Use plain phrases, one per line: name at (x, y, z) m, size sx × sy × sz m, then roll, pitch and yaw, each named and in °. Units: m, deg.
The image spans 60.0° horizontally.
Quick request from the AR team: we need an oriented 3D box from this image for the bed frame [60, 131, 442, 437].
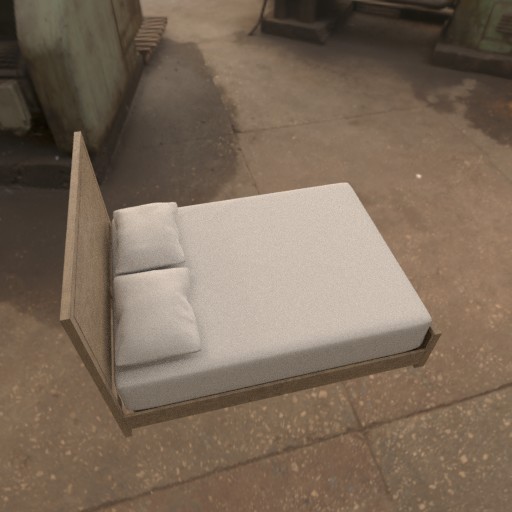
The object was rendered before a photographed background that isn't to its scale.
bed frame at (0.000, 0.000, 3.191) m, size 2.189 × 1.369 × 1.606 m, roll -10°, pitch 48°, yaw -9°
